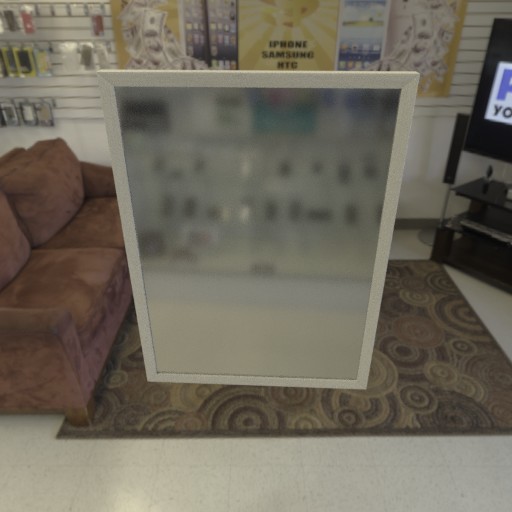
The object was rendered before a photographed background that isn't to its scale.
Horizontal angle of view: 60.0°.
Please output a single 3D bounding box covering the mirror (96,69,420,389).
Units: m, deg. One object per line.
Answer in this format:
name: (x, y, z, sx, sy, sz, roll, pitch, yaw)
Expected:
mirror: (0.000, 0.000, 1.311, 0.762, 1.016, 0.040, 1, 30, 2)
